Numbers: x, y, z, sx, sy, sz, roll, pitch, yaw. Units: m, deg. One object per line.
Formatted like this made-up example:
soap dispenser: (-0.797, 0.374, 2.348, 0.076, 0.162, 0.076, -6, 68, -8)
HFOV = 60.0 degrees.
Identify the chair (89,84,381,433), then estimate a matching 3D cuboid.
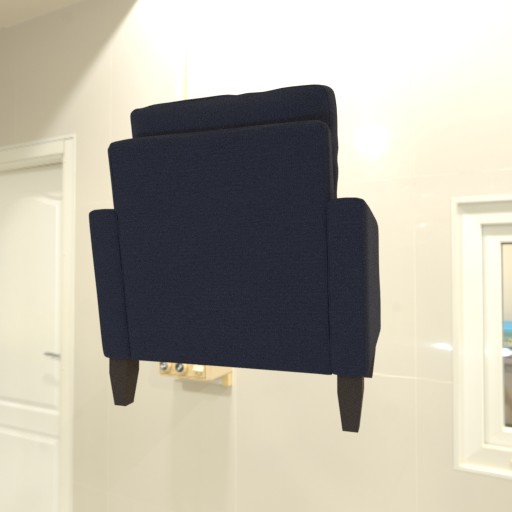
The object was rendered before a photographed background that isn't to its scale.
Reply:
chair: (0.000, 0.000, 1.636, 0.855, 0.991, 0.897, 0, -1, 18)
